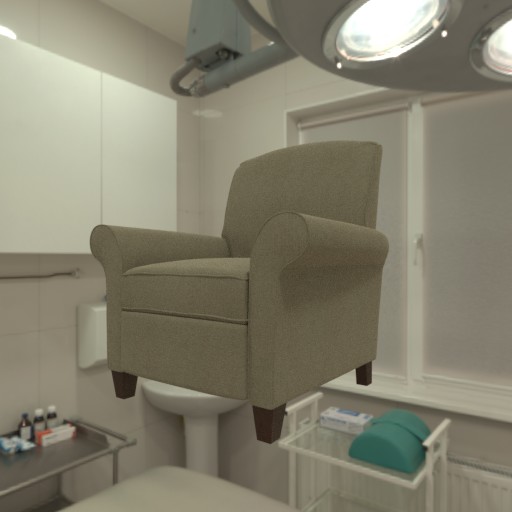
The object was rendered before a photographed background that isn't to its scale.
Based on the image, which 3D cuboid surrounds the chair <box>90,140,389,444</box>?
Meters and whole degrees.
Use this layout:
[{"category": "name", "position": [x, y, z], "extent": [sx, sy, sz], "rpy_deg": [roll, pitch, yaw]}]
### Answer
[{"category": "chair", "position": [0.000, 0.000, 1.787], "extent": [0.978, 1.061, 0.905], "rpy_deg": [0, 0, 36]}]
